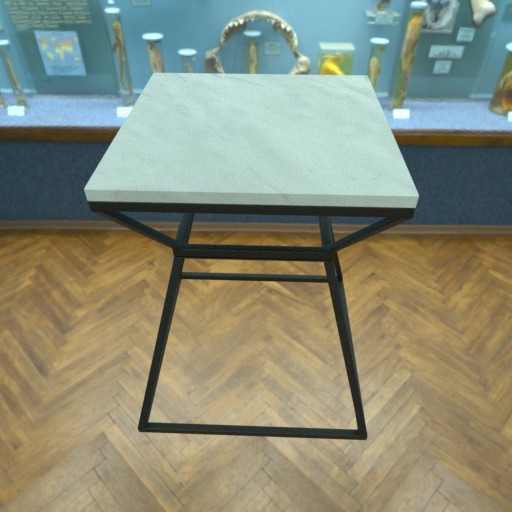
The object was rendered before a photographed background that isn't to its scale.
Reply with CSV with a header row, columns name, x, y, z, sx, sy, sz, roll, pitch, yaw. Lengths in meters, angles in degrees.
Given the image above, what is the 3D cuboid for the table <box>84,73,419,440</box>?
name,x,y,z,sx,sy,sz,roll,pitch,yaw
table,0.000,0.000,0.869,0.455,0.559,0.455,1,41,2
